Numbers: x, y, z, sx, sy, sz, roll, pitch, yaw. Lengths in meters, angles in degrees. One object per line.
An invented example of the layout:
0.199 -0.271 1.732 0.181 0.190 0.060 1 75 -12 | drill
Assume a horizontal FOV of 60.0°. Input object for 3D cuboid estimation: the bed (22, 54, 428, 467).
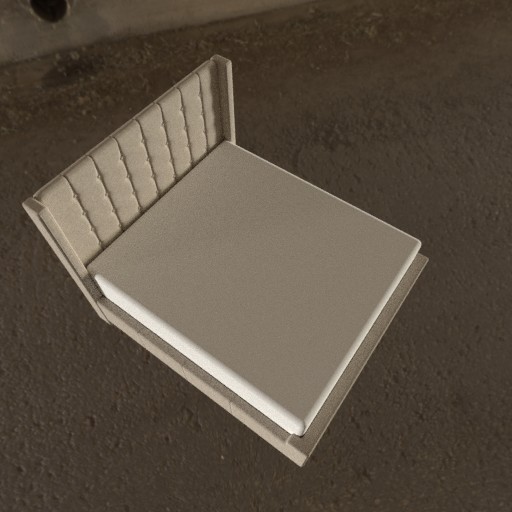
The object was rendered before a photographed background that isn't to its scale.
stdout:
0.000 0.000 3.703 2.370 1.743 2.045 31 62 18 | bed
